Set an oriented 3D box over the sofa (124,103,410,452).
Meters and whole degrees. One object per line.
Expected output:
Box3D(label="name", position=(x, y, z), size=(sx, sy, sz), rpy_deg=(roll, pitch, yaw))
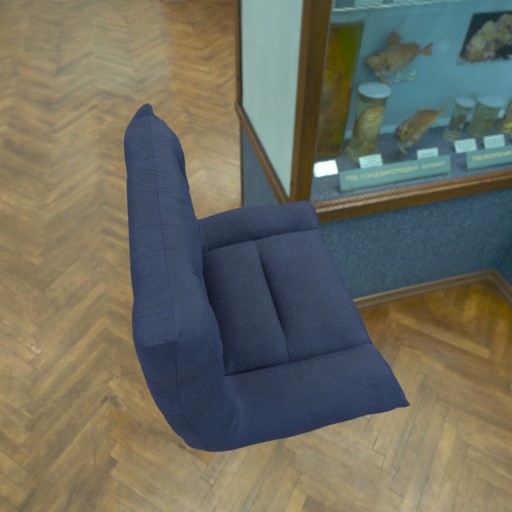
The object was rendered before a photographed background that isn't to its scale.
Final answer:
Box3D(label="sofa", position=(0.000, 0.000, 1.645), size=(0.849, 0.778, 1.122), rpy_deg=(-10, 48, -9))
